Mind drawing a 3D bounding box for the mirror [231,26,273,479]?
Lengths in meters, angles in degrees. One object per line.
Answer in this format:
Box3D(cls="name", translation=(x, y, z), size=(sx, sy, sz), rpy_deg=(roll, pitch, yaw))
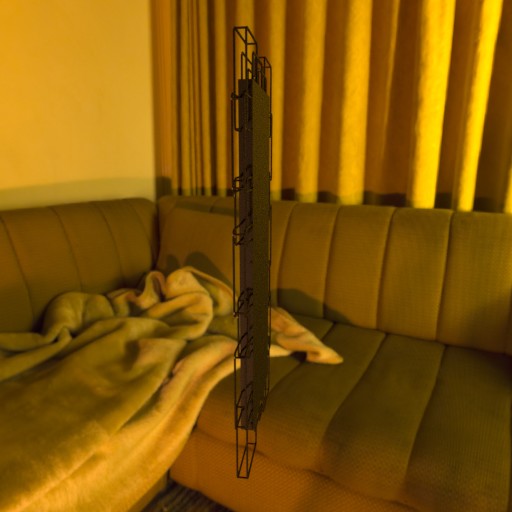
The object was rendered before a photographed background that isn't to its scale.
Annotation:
Box3D(cls="mirror", translation=(0.000, 0.000, 1.381), size=(0.037, 1.192, 0.565), rpy_deg=(2, 13, 8))
